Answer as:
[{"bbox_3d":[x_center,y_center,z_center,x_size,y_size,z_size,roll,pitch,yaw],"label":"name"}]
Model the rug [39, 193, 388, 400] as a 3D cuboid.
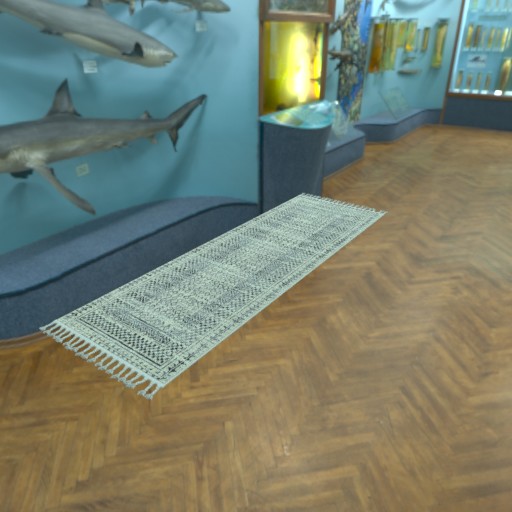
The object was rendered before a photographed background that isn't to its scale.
[{"bbox_3d":[0.000,0.000,2.791,0.786,0.013,2.480,18,32,32],"label":"rug"}]
